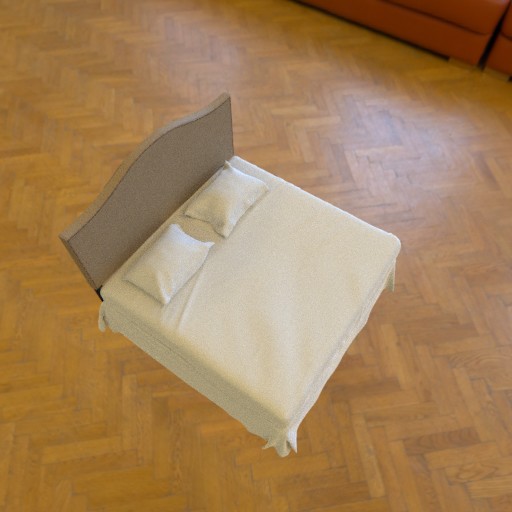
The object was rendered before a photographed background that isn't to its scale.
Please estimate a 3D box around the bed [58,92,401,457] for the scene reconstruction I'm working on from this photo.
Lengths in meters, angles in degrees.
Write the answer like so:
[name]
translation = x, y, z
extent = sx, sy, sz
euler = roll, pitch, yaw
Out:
[bed]
translation = 0.000, 0.000, 3.835
extent = 2.222, 1.651, 2.311
euler = 31, 62, 18
